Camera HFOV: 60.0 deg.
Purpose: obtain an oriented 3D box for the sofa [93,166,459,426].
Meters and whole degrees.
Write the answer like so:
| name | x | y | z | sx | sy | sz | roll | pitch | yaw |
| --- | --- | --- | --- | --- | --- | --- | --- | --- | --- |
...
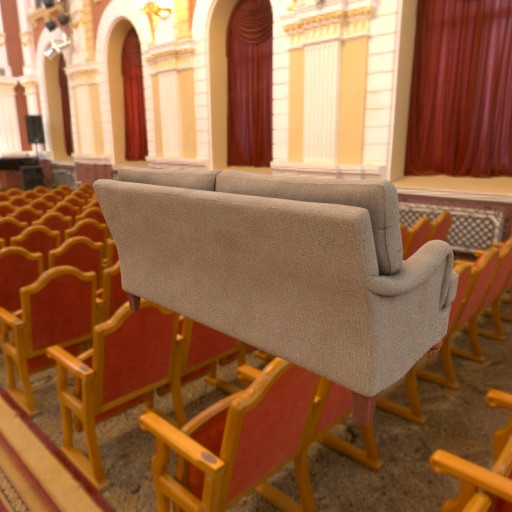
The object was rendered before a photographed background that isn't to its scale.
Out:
| name | x | y | z | sx | sy | sz | roll | pitch | yaw |
| --- | --- | --- | --- | --- | --- | --- | --- | --- | --- |
| sofa | 0.000 | 0.000 | 2.798 | 2.193 | 1.096 | 1.069 | 13 | 19 | 43 |
